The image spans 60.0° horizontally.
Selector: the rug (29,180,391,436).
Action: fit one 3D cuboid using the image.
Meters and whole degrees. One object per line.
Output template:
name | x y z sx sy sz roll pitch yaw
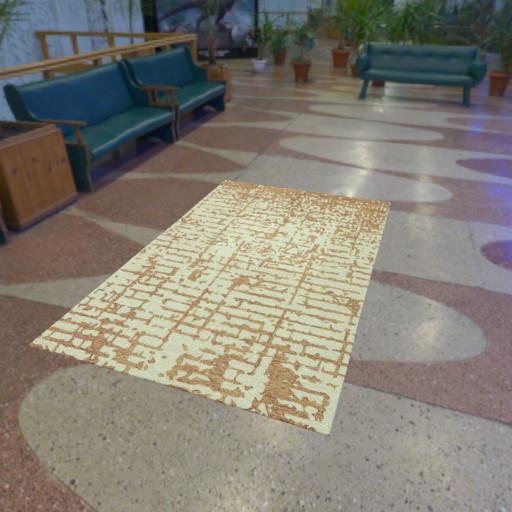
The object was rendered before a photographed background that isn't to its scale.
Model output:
rug | 0.000 0.000 2.963 1.517 0.011 2.435 11 32 17
